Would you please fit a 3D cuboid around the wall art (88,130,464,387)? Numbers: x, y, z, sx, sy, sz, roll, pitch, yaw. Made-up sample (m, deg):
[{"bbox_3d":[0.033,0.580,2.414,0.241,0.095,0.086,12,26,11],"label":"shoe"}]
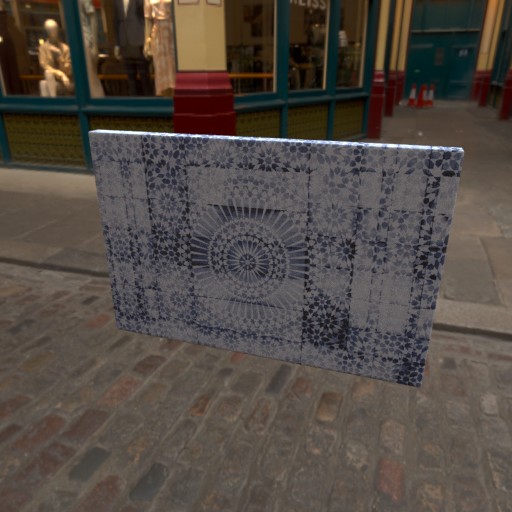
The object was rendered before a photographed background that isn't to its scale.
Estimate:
[{"bbox_3d":[0.000,0.000,0.784,0.608,0.406,0.030,7,25,16],"label":"wall art"}]
